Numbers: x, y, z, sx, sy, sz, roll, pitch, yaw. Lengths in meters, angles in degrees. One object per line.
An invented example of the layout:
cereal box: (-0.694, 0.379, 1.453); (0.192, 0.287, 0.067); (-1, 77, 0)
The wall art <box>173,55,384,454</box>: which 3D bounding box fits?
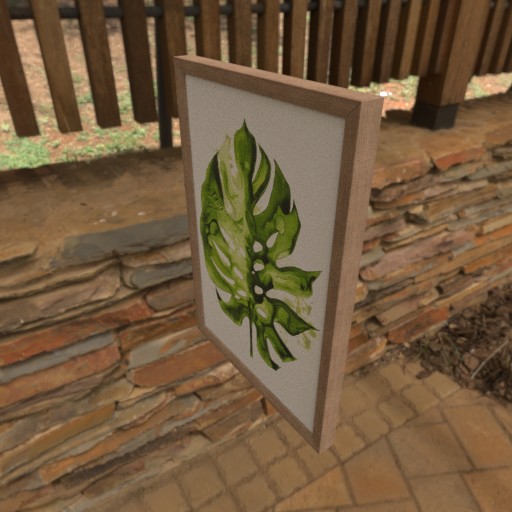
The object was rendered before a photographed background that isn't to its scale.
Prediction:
wall art: (0.000, 0.000, 0.656); (0.031, 0.509, 0.356); (-21, 37, -31)
